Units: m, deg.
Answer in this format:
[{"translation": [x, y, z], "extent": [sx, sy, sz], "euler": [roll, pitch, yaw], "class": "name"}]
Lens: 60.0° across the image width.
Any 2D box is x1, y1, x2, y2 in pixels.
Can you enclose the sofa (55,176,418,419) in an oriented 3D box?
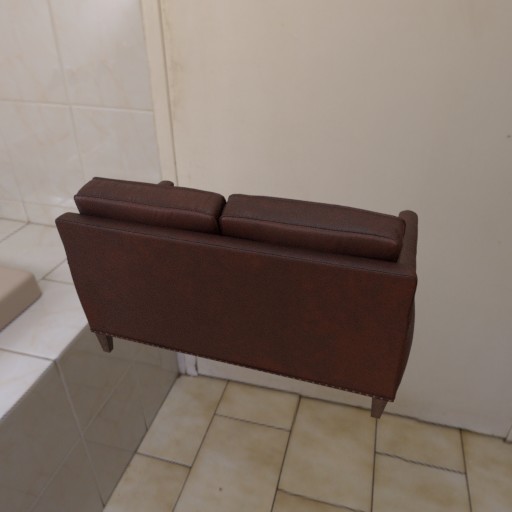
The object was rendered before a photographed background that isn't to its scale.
[{"translation": [0.000, 0.000, 2.331], "extent": [1.628, 1.003, 1.083], "euler": [9, 33, 15], "class": "sofa"}]
